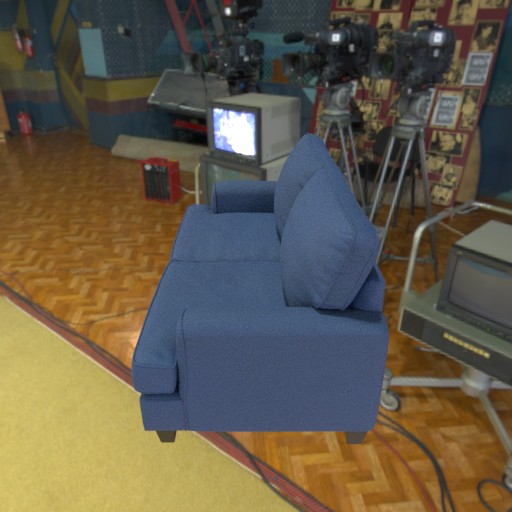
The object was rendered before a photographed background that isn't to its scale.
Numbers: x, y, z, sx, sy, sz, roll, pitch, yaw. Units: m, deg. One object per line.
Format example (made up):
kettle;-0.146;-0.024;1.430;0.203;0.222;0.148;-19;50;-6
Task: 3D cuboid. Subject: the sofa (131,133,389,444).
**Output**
sofa;0.000;0.000;2.302;0.965;0.965;1.651;0;27;0
